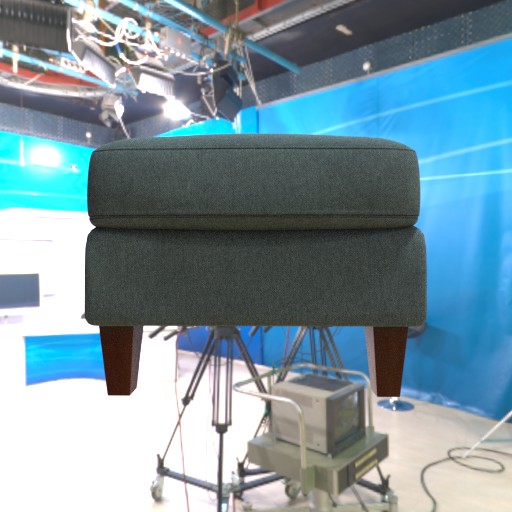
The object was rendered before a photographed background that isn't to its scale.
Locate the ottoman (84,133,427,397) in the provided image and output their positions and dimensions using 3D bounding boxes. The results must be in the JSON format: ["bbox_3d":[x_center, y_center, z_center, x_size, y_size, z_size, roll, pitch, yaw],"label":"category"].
[{"bbox_3d":[0.000,0.000,1.152,0.584,0.483,0.864,0,0,1],"label":"ottoman"}]
